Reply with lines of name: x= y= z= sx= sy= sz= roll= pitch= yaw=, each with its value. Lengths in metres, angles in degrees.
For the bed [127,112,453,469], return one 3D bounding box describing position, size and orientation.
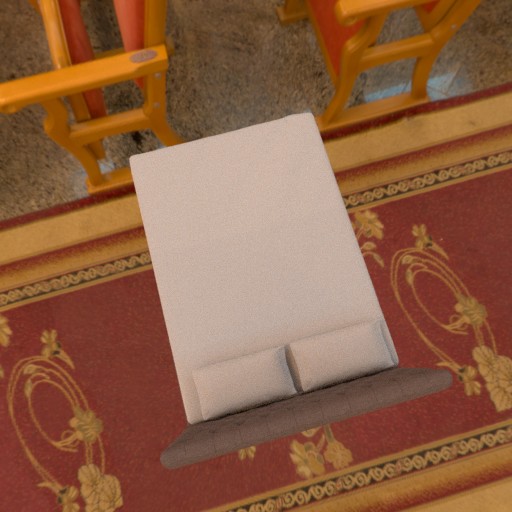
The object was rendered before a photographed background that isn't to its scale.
bed: x=0.000 y=0.000 z=3.376 sx=1.698 sy=1.427 sz=2.387 roll=-15 pitch=77 yaw=-4
